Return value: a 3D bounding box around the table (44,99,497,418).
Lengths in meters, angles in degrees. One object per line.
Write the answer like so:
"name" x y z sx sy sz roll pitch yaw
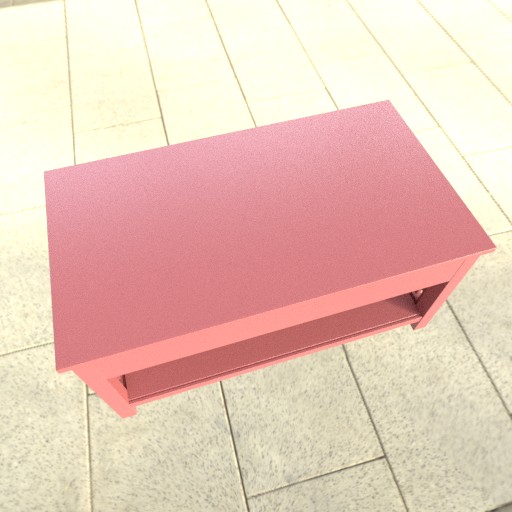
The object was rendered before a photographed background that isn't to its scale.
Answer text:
"table" 0.000 0.000 1.383 1.068 0.493 0.612 -14 58 -9
